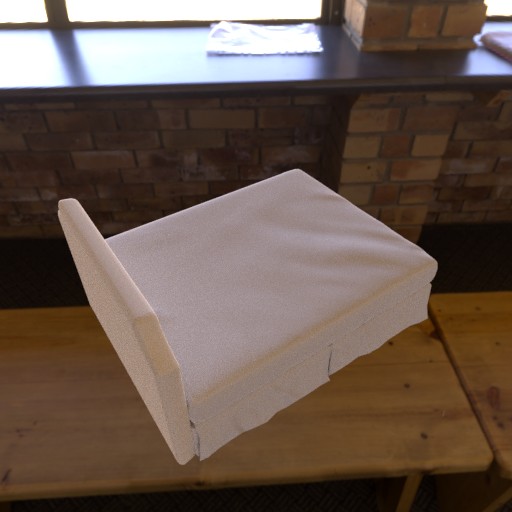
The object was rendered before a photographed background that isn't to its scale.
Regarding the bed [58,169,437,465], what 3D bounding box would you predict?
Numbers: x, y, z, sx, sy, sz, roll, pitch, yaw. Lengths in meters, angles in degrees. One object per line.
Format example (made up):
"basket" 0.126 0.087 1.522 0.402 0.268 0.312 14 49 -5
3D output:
"bed" 0.000 0.000 3.671 2.498 1.293 1.977 -25 47 -25
